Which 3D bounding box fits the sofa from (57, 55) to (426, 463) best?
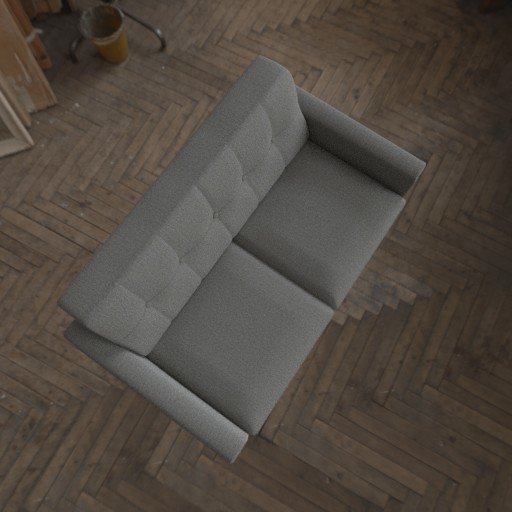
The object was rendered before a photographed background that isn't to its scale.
[{"bbox_3d":[0.000,0.000,2.204,0.952,0.925,1.651,34,77,9],"label":"sofa"}]
